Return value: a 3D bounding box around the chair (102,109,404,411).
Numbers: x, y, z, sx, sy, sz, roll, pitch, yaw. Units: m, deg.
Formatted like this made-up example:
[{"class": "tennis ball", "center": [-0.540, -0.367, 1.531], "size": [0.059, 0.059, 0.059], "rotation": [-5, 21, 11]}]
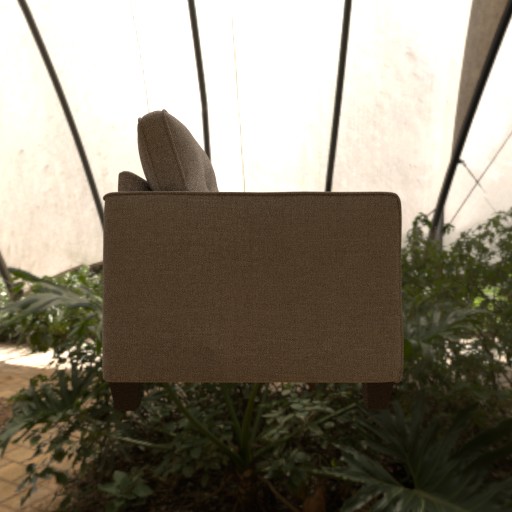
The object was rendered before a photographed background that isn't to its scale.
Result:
[{"class": "chair", "center": [0.000, 0.000, 1.819], "size": [0.939, 0.965, 1.015], "rotation": [0, -1, 0]}]
